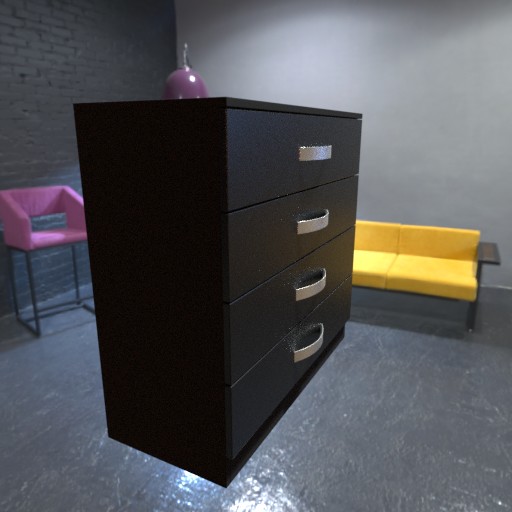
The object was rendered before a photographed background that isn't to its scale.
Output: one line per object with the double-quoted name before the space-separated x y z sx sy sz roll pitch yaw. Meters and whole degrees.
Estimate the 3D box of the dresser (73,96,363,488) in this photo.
"dresser" 0.000 0.000 1.146 0.360 0.720 0.750 8 18 27
